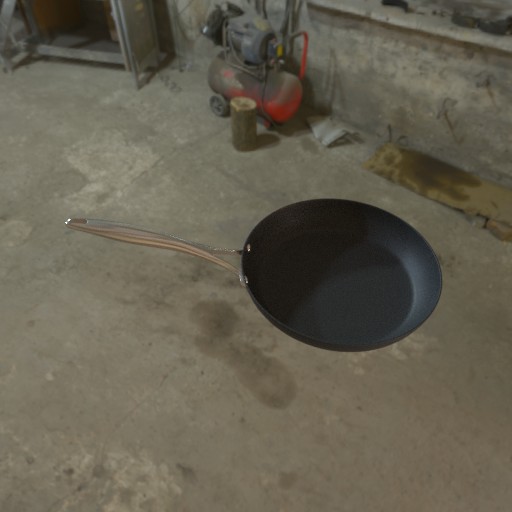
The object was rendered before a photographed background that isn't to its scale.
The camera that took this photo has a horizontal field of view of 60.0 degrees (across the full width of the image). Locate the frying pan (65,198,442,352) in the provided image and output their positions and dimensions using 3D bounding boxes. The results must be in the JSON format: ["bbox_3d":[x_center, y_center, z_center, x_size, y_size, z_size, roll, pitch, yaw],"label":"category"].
[{"bbox_3d":[0.000,0.000,0.577,0.472,0.105,0.255,3,46,3],"label":"frying pan"}]
